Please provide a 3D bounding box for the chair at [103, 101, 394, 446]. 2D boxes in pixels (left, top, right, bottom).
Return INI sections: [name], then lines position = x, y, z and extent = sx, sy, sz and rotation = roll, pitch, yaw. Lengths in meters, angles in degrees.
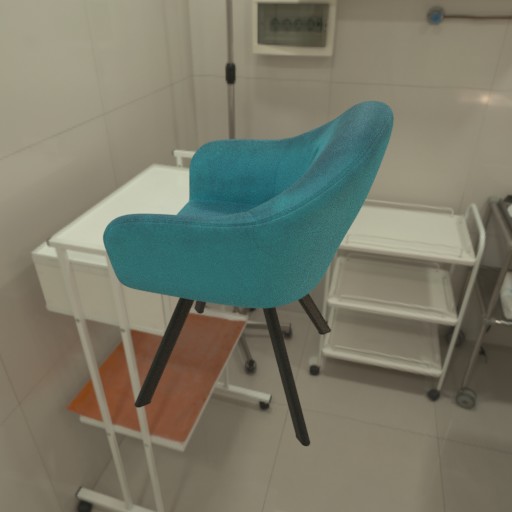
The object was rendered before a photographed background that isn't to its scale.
[chair]
position = 0.000, 0.000, 1.136
extent = 0.570, 0.780, 0.540
rotation = 8, 32, 13
